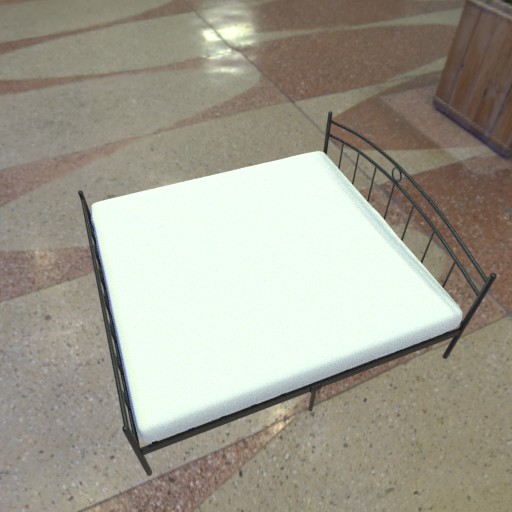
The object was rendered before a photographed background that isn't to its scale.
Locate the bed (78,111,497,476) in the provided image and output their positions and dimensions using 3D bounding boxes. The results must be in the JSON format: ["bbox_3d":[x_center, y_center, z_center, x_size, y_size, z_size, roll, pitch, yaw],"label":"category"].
[{"bbox_3d":[0.000,0.000,2.982,2.040,0.940,1.880,-16,49,-15],"label":"bed"}]
